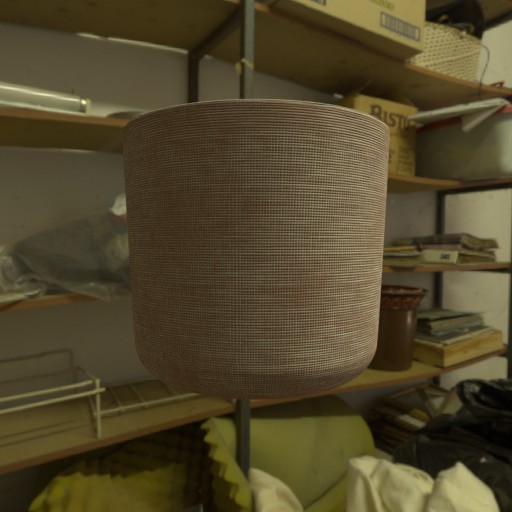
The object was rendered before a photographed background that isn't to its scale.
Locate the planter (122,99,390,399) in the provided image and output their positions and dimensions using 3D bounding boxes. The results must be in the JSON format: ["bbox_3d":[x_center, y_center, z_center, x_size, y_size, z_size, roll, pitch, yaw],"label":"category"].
[{"bbox_3d":[0.000,0.000,0.767,0.440,0.398,0.440,0,2,0],"label":"planter"}]
